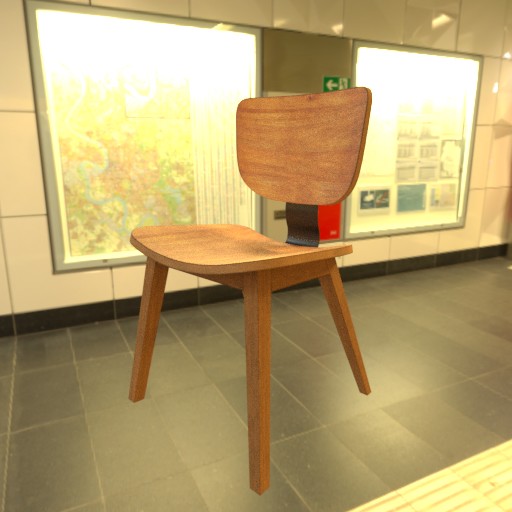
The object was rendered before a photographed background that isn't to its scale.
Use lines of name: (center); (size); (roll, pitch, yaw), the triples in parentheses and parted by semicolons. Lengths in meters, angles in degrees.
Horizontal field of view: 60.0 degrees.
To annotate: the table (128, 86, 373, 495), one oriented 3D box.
table: (0.000, 0.000, 1.120); (0.499, 0.805, 0.500); (13, 19, 43)
